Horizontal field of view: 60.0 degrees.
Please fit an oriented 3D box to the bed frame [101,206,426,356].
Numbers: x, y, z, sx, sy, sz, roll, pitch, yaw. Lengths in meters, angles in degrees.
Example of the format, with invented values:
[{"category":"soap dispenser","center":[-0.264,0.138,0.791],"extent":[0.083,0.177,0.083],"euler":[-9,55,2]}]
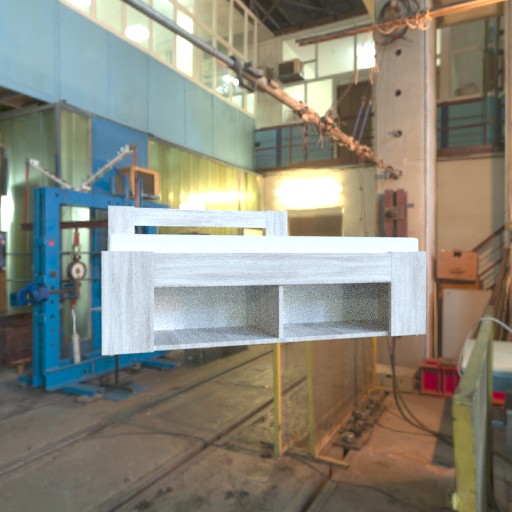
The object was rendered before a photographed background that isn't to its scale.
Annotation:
[{"category":"bed frame","center":[0.000,0.000,3.182],"extent":[2.040,0.860,2.050],"euler":[0,0,-18]}]
